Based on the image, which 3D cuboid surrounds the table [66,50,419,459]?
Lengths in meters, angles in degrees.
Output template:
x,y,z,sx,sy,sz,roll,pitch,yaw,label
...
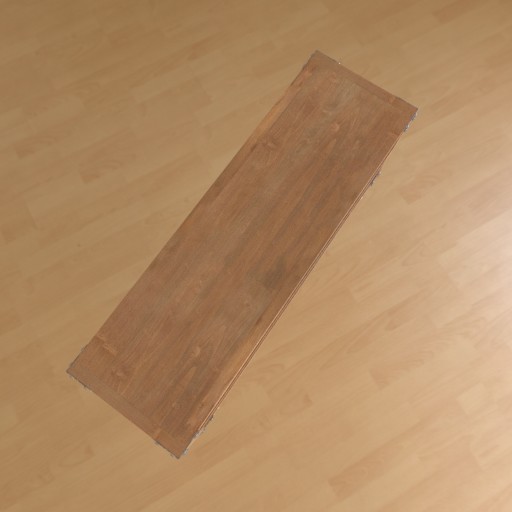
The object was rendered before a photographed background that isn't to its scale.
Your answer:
x,y,z,sx,sy,sz,roll,pitch,yaw,label
0.000,0.000,1.879,0.467,0.711,1.487,34,78,8,table
